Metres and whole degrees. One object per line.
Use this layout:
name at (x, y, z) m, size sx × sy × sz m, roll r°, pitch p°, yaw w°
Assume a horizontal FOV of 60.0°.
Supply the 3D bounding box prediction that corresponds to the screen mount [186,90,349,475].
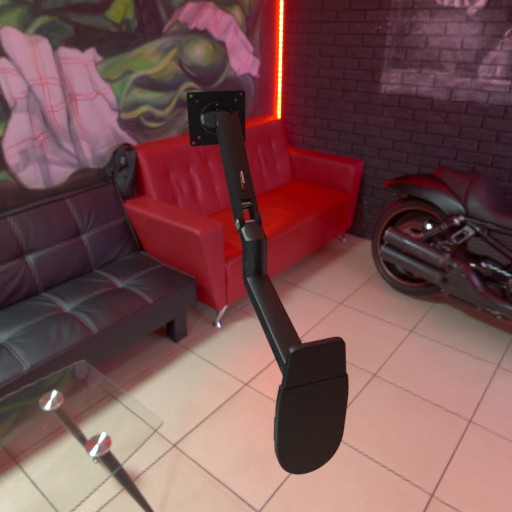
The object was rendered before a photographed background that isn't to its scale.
screen mount at (0.000, 0.000, 0.746) m, size 0.115 × 0.466 × 0.495 m, roll -8°, pitch 29°, yaw -16°
